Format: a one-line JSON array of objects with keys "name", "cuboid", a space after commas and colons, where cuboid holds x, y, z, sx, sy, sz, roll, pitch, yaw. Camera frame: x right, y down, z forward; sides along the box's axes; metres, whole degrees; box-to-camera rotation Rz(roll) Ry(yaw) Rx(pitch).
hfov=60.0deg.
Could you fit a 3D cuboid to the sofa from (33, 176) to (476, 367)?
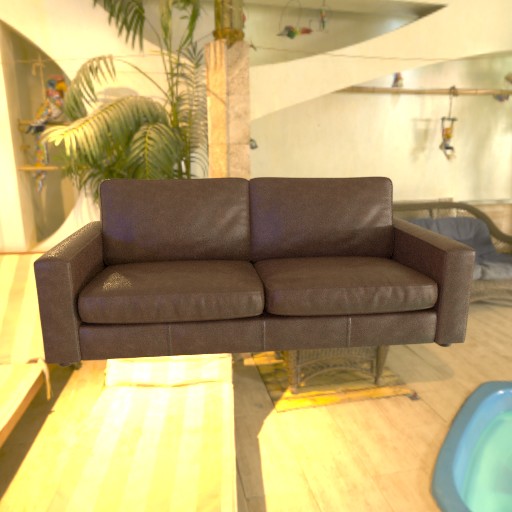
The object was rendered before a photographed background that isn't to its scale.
[{"name": "sofa", "cuboid": [0.000, 0.000, 2.626, 2.179, 0.873, 1.016, -2, 15, -6]}]
